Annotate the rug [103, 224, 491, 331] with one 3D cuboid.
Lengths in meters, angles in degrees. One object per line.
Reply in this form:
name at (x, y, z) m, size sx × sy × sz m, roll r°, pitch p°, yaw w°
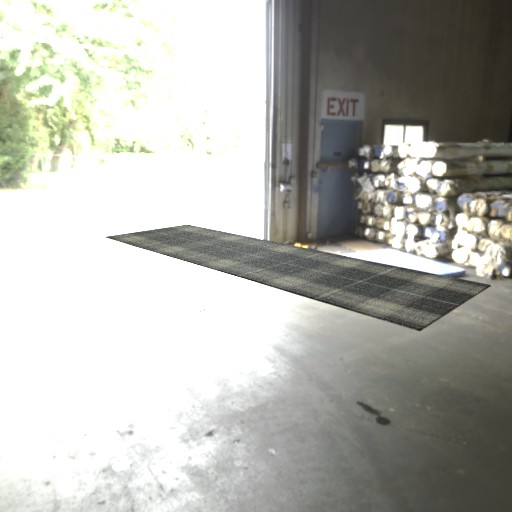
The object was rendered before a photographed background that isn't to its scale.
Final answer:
rug at (0.000, 0.000, 2.696) m, size 2.434 × 0.012 × 0.760 m, roll 13°, pitch 19°, yaw 43°
